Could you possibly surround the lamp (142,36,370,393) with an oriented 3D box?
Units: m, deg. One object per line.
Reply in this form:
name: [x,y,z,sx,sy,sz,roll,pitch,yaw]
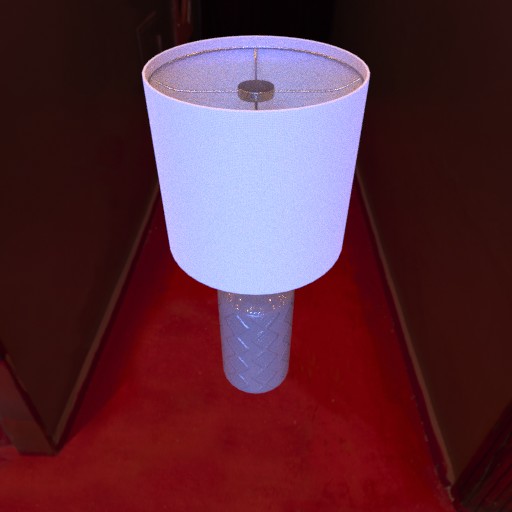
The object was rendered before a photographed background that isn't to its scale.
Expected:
lamp: [0.000,0.000,0.558,0.207,0.461,0.207,0,41,0]
